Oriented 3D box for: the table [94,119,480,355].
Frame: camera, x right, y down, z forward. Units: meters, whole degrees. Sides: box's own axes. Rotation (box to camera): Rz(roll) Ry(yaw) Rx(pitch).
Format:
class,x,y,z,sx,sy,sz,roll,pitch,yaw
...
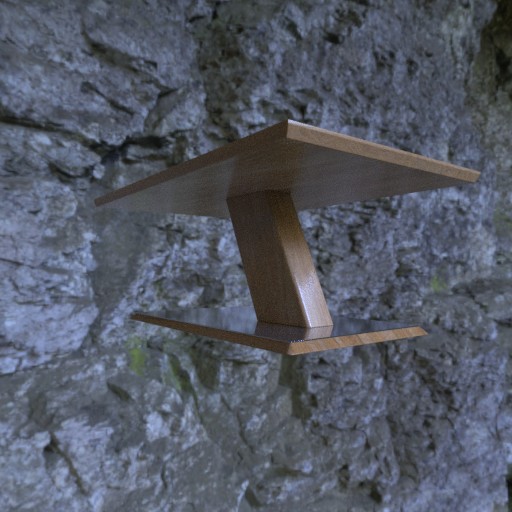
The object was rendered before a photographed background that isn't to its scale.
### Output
class,x,y,z,sx,sy,sz,roll,pitch,yaw
table,0.000,0.000,1.421,0.692,0.441,1.100,1,-2,-37
